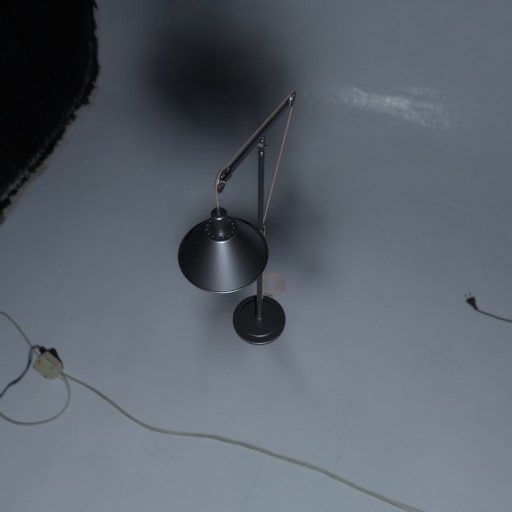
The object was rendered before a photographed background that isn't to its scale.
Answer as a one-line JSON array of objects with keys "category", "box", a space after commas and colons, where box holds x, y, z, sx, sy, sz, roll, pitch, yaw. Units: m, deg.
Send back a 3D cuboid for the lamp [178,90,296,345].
[{"category": "lamp", "box": [0.000, 0.000, 1.974, 0.319, 1.626, 0.904, 17, 59, 10]}]
